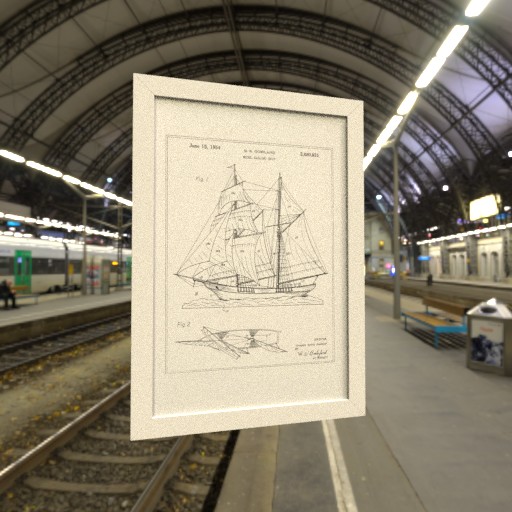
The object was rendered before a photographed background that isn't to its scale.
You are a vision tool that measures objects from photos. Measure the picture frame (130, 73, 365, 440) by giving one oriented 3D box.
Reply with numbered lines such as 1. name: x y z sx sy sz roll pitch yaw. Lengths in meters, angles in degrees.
1. picture frame: 0.000 0.000 0.605 0.326 0.459 0.011 0 -2 -17
